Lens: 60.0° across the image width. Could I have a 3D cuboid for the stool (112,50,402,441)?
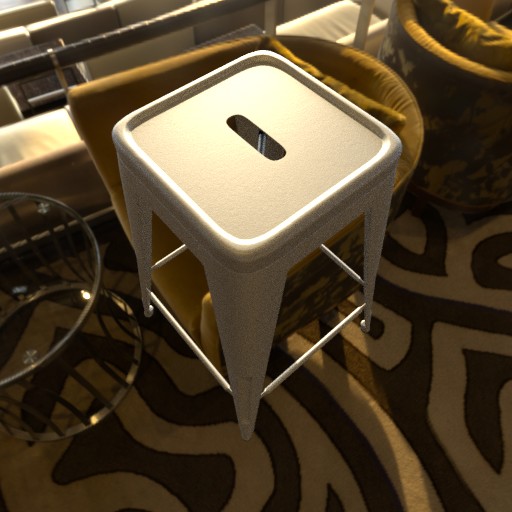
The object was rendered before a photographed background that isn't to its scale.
[{"bbox_3d":[0.000,0.000,0.855,0.406,0.610,0.406,-36,64,-21],"label":"stool"}]
